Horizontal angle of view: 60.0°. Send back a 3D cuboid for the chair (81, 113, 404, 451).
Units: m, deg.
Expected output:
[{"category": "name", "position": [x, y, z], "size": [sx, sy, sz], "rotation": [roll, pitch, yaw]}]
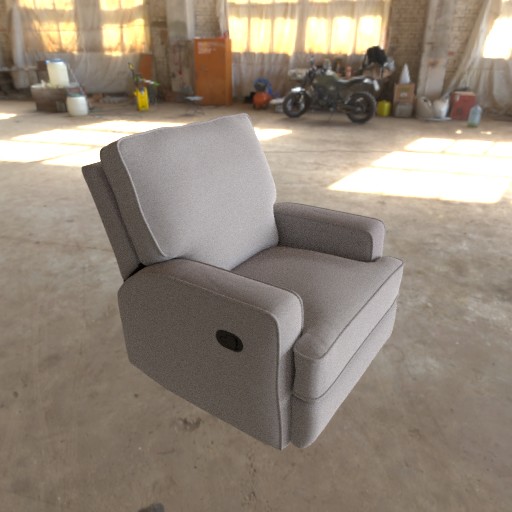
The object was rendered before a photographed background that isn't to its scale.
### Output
[{"category": "chair", "position": [0.000, 0.000, 1.712], "size": [0.969, 0.964, 0.861], "rotation": [17, 31, 31]}]
